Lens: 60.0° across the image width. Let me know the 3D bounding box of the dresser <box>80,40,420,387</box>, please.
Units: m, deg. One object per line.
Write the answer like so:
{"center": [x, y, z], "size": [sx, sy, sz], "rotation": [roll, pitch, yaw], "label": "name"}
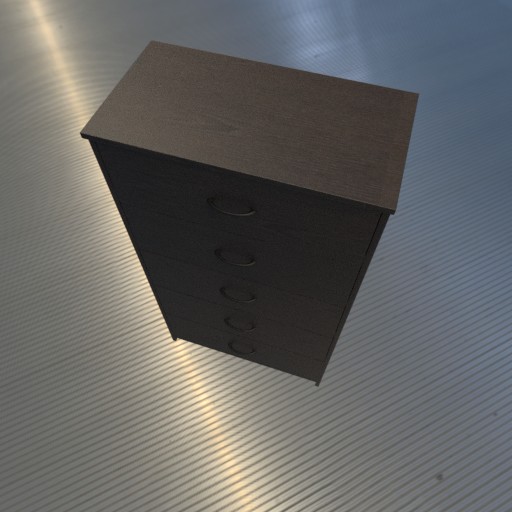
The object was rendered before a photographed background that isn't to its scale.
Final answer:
{"center": [0.000, 0.000, 1.555], "size": [0.704, 1.254, 0.418], "rotation": [15, 59, 10], "label": "dresser"}
